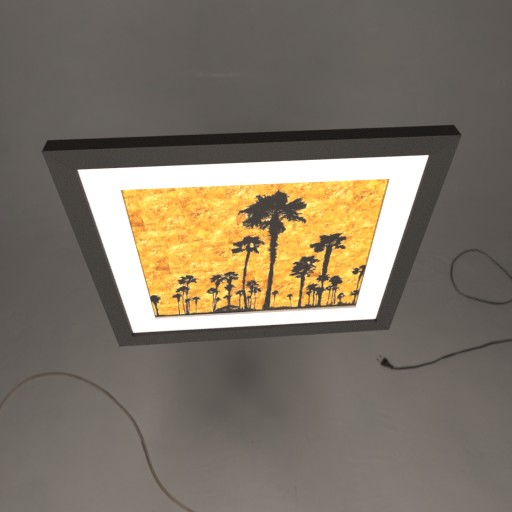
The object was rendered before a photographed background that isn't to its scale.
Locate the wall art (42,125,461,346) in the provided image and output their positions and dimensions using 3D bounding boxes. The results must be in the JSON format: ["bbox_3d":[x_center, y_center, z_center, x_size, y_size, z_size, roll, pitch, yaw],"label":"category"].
[{"bbox_3d":[0.000,0.000,0.764,0.561,0.460,0.028,-3,46,-3],"label":"wall art"}]
